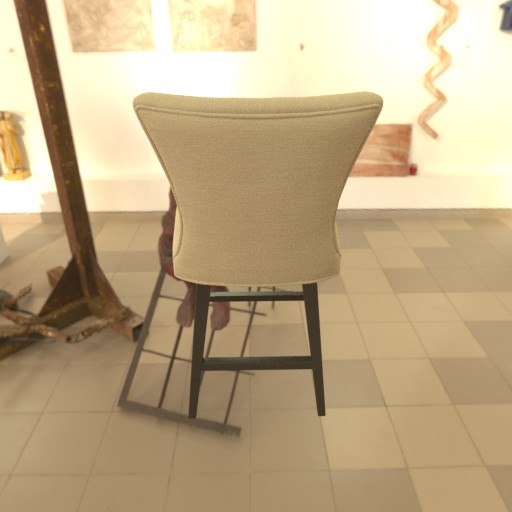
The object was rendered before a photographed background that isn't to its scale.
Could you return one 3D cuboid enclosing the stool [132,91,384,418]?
[{"bbox_3d":[0.000,0.000,1.332,0.514,1.000,0.574,-1,29,-1],"label":"stool"}]
